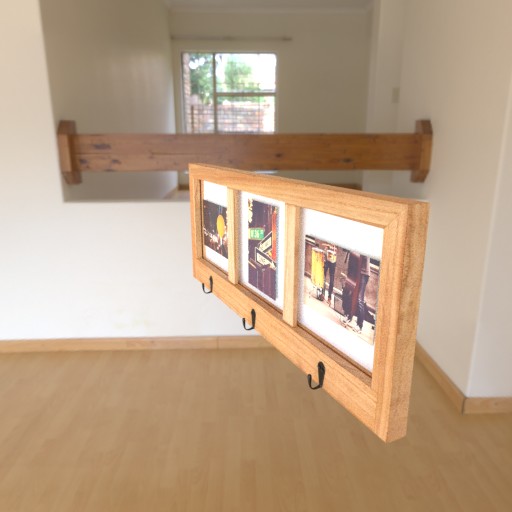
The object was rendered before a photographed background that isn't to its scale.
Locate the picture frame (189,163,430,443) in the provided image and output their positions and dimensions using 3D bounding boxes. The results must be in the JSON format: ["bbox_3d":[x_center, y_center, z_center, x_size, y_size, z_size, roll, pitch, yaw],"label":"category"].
[{"bbox_3d":[0.000,0.000,0.653,0.045,0.234,0.582,-8,17,-25],"label":"picture frame"}]
